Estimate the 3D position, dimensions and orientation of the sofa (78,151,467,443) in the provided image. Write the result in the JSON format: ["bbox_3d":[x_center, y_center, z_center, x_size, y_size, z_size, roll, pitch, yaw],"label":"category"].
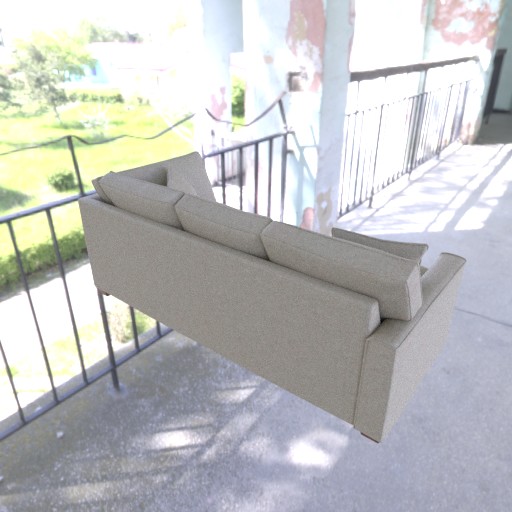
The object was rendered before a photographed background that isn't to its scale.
[{"bbox_3d":[0.000,0.000,2.887,2.317,0.962,1.061,20,33,33],"label":"sofa"}]
